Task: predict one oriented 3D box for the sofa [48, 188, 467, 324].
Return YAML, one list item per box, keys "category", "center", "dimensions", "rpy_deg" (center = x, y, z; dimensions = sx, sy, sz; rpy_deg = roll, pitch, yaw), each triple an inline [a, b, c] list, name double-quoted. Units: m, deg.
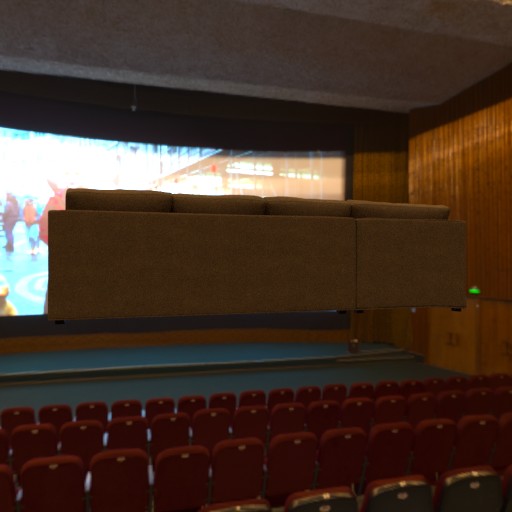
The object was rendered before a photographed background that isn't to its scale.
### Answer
- category: "sofa"
  center: [0.000, 0.000, 3.997]
  dimensions: [3.205, 0.922, 1.650]
  rpy_deg: [0, 0, -16]
